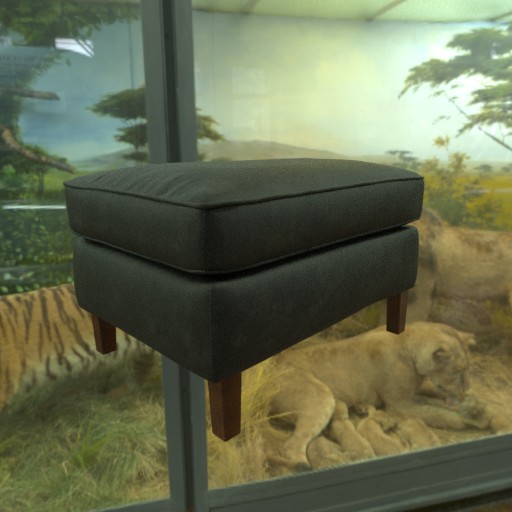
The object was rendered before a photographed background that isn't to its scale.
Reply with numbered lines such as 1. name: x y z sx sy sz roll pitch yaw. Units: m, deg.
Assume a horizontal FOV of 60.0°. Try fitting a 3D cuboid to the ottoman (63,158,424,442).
1. ottoman: 0.000 0.000 0.987 0.665 0.413 0.501 -14 21 -43
